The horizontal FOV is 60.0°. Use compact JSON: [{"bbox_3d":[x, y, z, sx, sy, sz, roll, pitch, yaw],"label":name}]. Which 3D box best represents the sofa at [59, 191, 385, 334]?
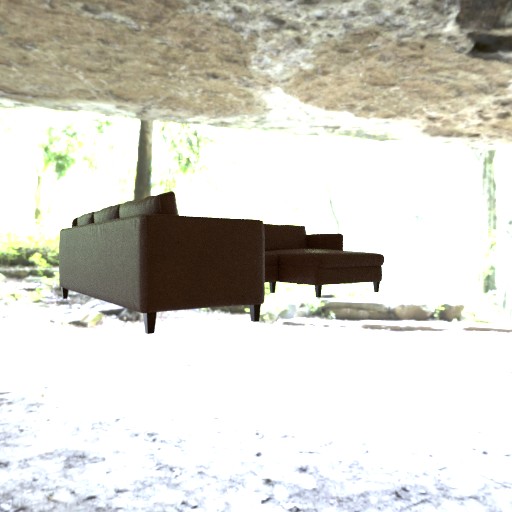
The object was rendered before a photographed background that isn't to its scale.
[{"bbox_3d":[0.000,0.000,4.729,3.460,0.923,2.593,-1,1,-35],"label":"sofa"}]
